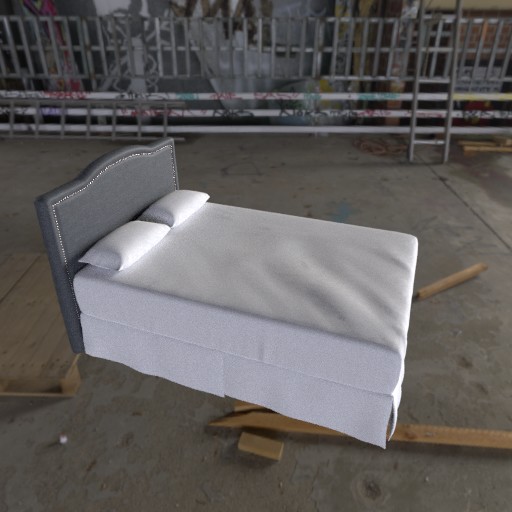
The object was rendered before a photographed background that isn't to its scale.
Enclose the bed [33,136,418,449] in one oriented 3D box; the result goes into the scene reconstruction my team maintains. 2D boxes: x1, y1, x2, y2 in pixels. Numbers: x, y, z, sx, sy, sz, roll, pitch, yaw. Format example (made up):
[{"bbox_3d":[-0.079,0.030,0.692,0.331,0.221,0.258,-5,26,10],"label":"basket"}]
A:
[{"bbox_3d":[0.000,0.000,3.517,2.507,1.441,1.747,11,32,18],"label":"bed"}]
